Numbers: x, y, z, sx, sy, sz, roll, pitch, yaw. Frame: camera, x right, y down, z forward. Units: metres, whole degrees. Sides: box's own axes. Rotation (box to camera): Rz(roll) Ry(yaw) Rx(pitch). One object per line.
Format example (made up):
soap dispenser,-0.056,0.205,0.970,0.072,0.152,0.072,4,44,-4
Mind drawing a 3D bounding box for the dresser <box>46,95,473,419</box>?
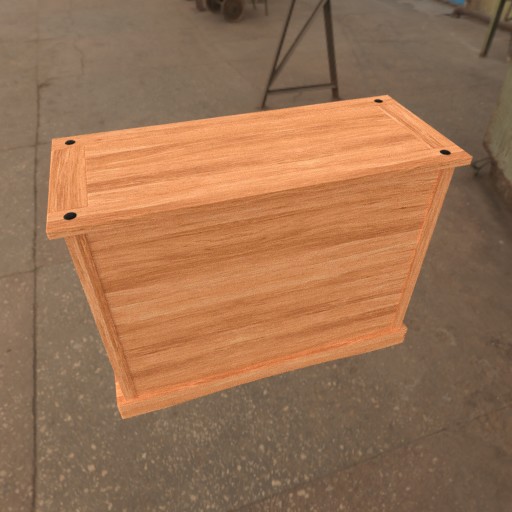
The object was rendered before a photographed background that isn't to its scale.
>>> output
dresser,0.000,0.000,1.367,0.990,0.740,0.410,-12,43,-13
